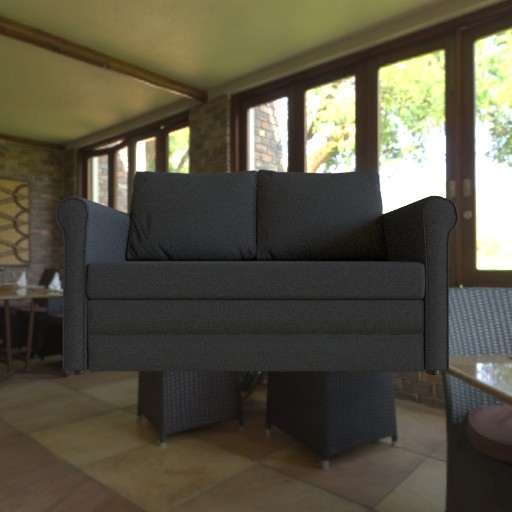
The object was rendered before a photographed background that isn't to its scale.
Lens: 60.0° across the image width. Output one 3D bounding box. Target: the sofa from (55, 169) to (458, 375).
[{"bbox_3d":[0.000,0.000,1.953,1.460,0.872,0.741,0,0,0],"label":"sofa"}]
